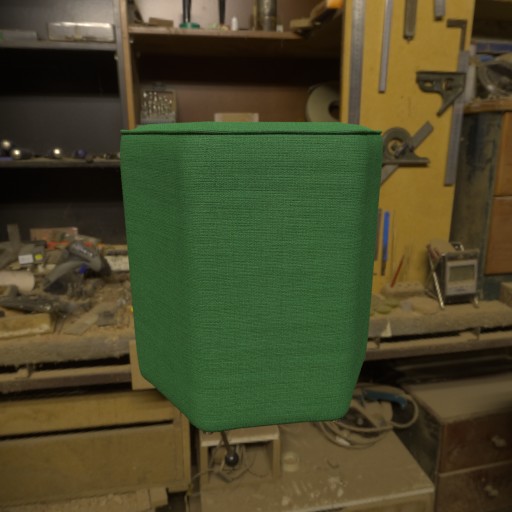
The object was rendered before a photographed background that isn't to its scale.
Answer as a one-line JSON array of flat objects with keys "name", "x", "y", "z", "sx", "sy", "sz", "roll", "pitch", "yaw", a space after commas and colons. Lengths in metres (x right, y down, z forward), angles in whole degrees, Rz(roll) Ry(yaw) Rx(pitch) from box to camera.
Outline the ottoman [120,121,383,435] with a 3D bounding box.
[{"name": "ottoman", "x": 0.000, "y": 0.000, "z": 0.890, "sx": 0.499, "sy": 0.507, "sz": 0.444, "roll": -2, "pitch": 16, "yaw": -8}]
